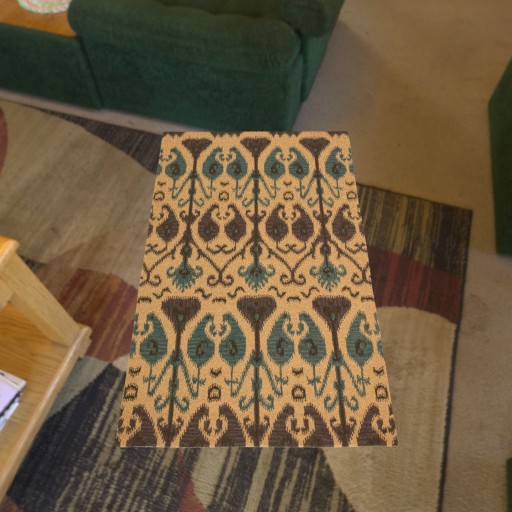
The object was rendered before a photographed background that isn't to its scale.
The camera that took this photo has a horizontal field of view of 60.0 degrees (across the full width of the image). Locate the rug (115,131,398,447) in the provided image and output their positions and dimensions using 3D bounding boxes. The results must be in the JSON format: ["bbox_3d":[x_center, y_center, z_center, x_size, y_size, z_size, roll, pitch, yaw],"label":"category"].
[{"bbox_3d":[0.000,0.000,2.117,1.072,0.013,1.698,0,58,0],"label":"rug"}]
